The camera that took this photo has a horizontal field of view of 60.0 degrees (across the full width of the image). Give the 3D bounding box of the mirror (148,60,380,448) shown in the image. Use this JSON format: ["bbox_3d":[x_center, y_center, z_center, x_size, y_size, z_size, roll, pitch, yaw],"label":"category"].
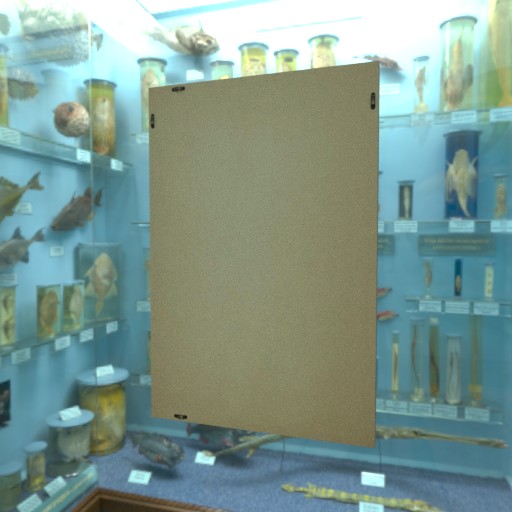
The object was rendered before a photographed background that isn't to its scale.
[{"bbox_3d":[0.000,0.000,1.152,0.609,0.915,0.040,1,2,18],"label":"mirror"}]
